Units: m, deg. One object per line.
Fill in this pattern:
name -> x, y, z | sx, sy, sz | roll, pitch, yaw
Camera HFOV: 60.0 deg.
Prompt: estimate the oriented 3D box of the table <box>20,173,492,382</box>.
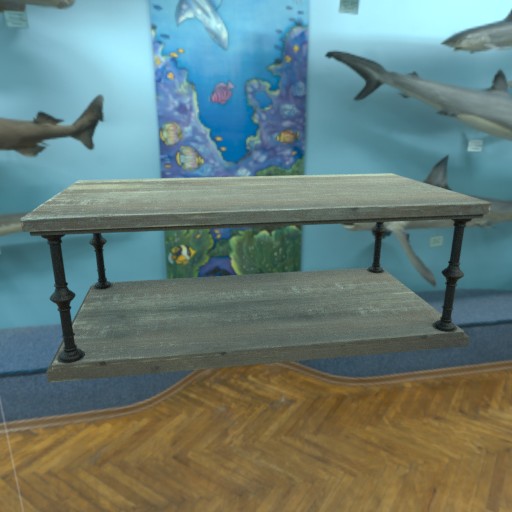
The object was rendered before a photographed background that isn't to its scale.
table -> 0.000, 0.000, 1.332 | 1.088, 0.399, 0.554 | -3, 18, -9
